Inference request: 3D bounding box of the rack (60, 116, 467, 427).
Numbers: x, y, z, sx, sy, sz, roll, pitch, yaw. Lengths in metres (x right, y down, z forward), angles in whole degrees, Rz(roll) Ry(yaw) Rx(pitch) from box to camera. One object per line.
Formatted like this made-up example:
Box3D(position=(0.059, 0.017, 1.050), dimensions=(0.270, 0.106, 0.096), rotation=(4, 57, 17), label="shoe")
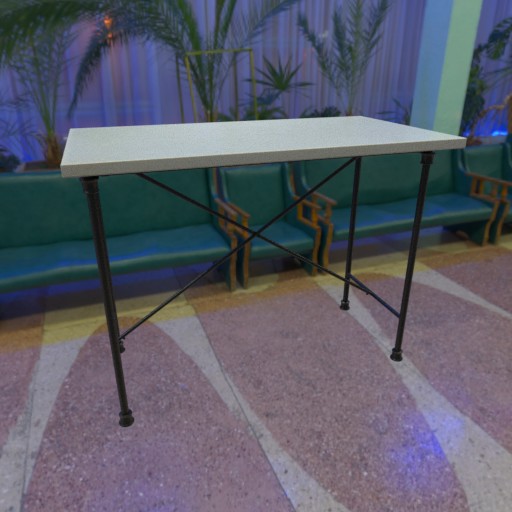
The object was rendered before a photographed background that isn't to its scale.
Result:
Box3D(position=(0.000, 0.000, 1.629), dimensions=(1.159, 0.880, 0.613), rotation=(-8, 25, -17), label="rack")
